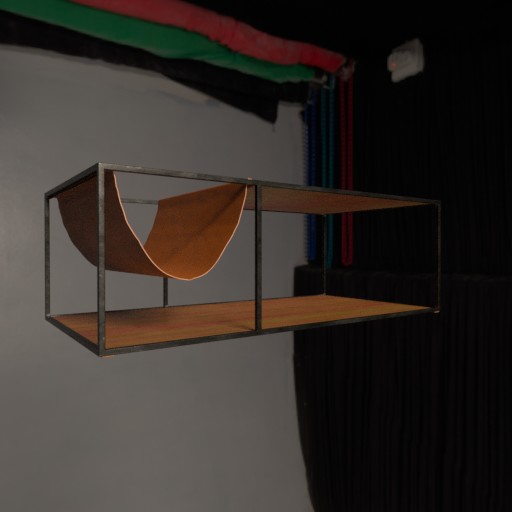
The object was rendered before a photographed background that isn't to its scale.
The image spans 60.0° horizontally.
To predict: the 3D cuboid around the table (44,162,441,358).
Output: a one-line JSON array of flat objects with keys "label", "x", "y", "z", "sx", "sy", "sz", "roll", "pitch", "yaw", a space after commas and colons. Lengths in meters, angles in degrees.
[{"label": "table", "x": 0.000, "y": 0.000, "z": 1.489, "sx": 1.199, "sy": 0.403, "sz": 0.597, "roll": 0, "pitch": 1, "yaw": -35}]
